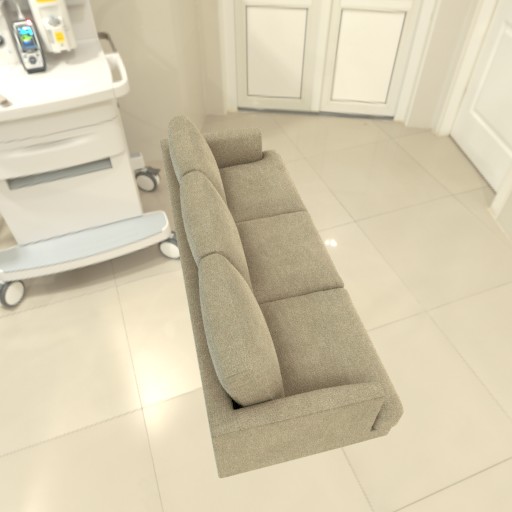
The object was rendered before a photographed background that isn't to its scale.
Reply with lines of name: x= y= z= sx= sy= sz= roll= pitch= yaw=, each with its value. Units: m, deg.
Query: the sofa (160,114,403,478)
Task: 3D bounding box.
sofa: x=0.000 y=0.000 z=2.702 sx=0.903 sy=0.930 sz=2.246 roll=-10 pitch=48 yaw=-9
